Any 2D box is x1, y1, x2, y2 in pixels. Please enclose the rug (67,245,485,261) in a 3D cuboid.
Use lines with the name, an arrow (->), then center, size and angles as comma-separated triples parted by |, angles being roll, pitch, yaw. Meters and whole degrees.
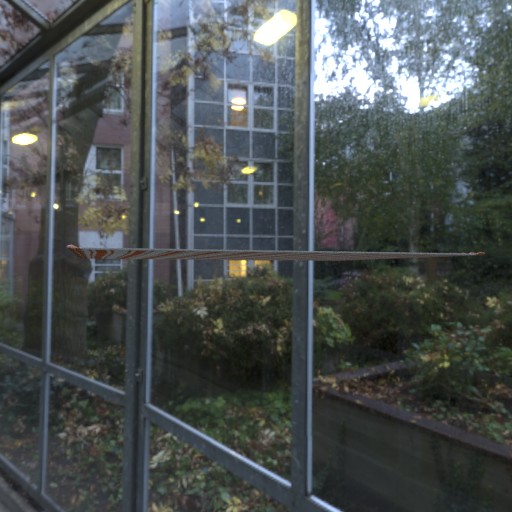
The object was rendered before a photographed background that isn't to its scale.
rug -> 0.000, 0.000, 4.448 | 3.369, 0.035, 2.451 | 1, -2, -20
